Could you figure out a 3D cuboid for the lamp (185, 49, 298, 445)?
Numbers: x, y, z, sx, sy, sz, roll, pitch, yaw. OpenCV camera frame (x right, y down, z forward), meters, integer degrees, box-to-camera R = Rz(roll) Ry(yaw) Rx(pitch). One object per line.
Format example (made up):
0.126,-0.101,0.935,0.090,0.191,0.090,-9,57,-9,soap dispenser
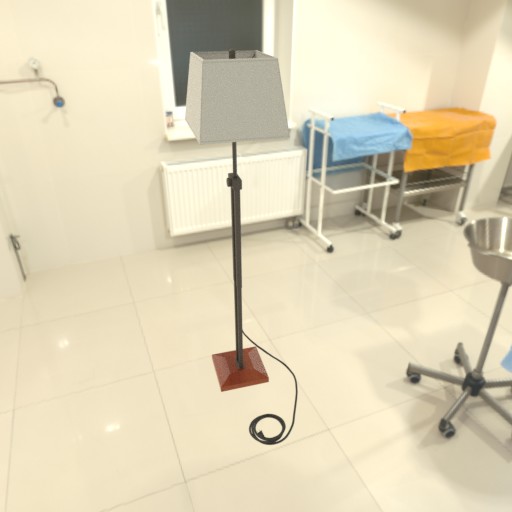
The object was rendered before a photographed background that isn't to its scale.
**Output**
0.000,0.000,2.043,0.472,1.712,0.745,-8,31,-13,lamp
